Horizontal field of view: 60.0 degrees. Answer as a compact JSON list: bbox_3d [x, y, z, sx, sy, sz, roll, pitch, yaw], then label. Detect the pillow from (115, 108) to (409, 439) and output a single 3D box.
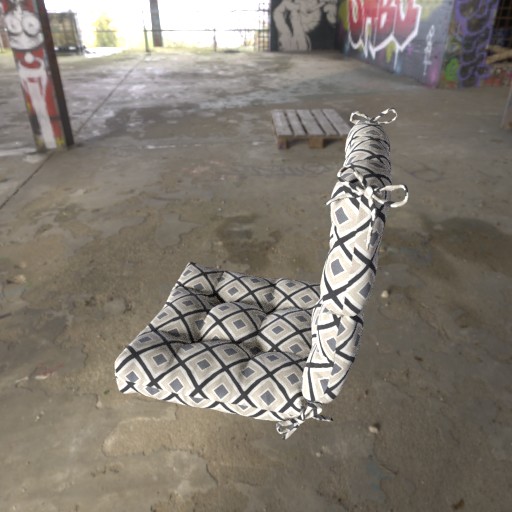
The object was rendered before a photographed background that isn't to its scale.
[{"bbox_3d":[0.000,0.000,1.028,0.571,0.605,0.519,7,31,12],"label":"pillow"}]
